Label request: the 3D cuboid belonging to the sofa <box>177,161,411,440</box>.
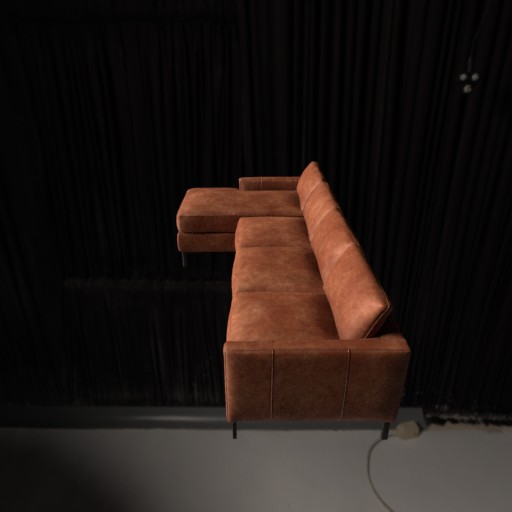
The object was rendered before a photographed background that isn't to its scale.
[{"bbox_3d":[0.000,0.000,3.529,1.471,0.859,2.993,0,26,0],"label":"sofa"}]
